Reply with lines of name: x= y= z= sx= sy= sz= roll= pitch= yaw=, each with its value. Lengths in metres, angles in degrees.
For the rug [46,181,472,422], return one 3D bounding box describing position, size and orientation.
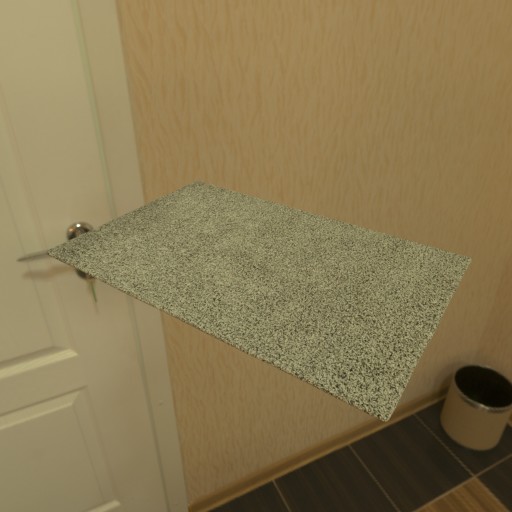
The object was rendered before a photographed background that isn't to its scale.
rug: x=0.000 y=0.000 z=3.387 sx=2.743 sy=0.030 sz=1.778 roll=20 pitch=37 yaw=29
